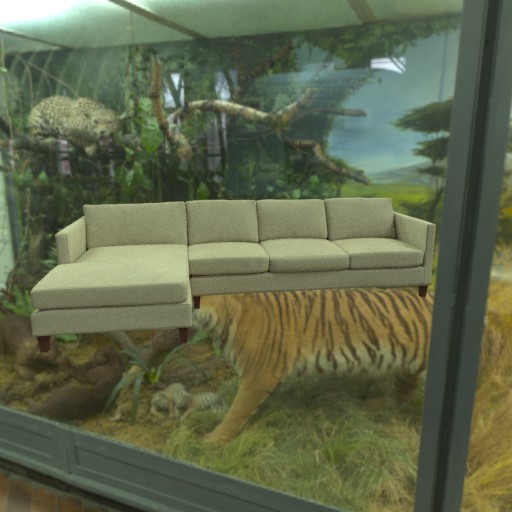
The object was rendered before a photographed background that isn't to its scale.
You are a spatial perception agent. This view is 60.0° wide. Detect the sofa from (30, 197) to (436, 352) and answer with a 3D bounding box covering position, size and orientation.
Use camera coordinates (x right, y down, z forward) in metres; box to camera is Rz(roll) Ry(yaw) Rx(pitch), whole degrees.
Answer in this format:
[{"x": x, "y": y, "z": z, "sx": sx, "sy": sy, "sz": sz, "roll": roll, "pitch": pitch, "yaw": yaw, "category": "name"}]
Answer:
[{"x": 0.000, "y": 0.000, "z": 3.809, "sx": 3.186, "sy": 0.846, "sz": 1.625, "roll": -2, "pitch": 13, "yaw": -9, "category": "sofa"}]
